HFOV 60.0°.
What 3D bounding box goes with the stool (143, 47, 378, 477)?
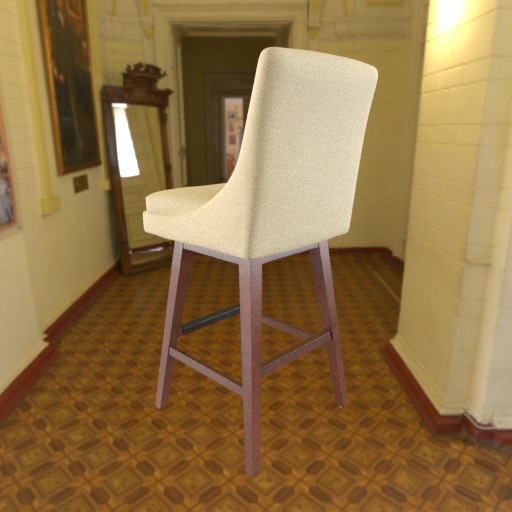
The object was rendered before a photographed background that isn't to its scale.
[{"bbox_3d":[0.000,0.000,1.379,0.559,1.097,0.470,15,21,42],"label":"stool"}]
